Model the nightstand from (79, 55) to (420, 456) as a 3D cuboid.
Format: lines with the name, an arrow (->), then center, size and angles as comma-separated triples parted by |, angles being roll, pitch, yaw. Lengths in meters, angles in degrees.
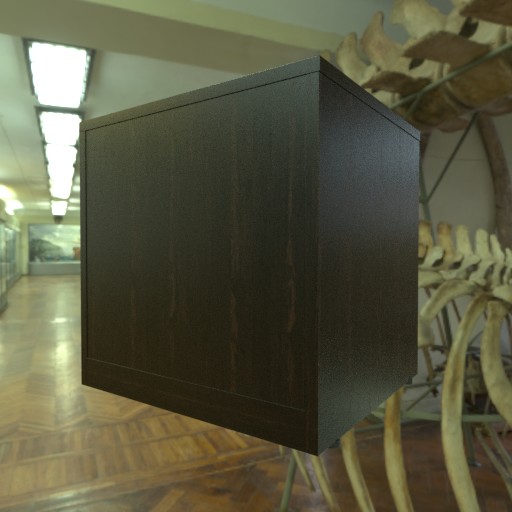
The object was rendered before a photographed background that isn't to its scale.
nightstand -> 0.000, 0.000, 0.844 | 0.489, 0.487, 0.427 | 1, 1, 35
